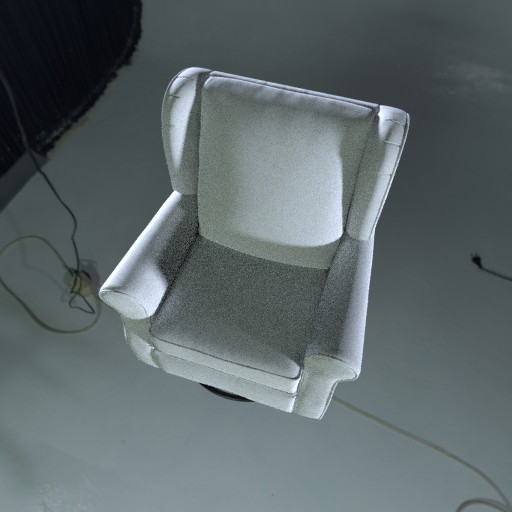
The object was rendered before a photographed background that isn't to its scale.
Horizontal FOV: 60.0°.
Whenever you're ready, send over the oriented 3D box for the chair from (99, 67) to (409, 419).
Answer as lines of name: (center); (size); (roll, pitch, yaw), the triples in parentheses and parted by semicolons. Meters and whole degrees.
chair: (0.000, 0.000, 1.677); (0.906, 0.967, 0.854); (15, 59, 10)
